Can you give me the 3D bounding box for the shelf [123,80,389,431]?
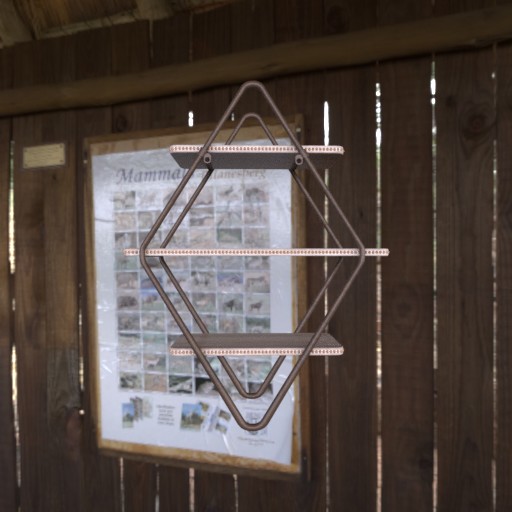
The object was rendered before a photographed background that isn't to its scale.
[{"bbox_3d":[0.000,0.000,1.088,0.609,0.774,0.234,0,0,-1],"label":"shelf"}]
